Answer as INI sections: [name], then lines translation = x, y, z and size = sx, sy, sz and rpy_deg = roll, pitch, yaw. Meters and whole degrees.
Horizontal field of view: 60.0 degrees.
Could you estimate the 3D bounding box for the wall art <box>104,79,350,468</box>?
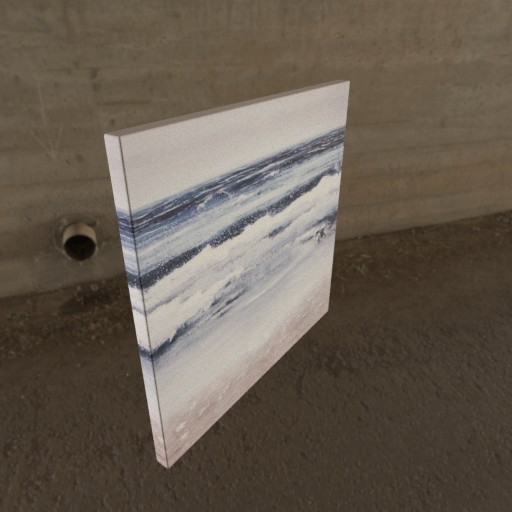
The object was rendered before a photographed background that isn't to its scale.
[wall art]
translation = 0.000, 0.000, 1.103
size = 0.065, 0.747, 0.755
rpy_deg = 20, 34, 31
